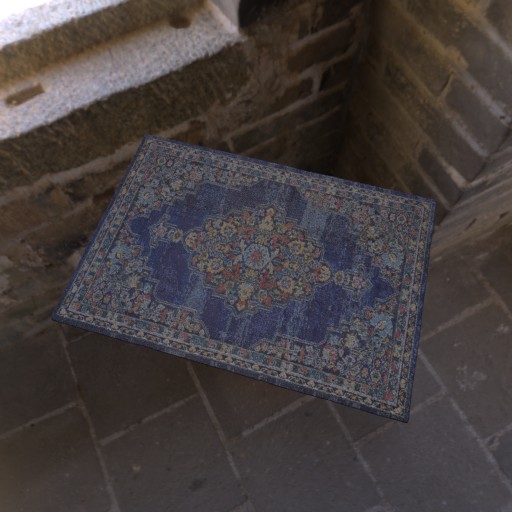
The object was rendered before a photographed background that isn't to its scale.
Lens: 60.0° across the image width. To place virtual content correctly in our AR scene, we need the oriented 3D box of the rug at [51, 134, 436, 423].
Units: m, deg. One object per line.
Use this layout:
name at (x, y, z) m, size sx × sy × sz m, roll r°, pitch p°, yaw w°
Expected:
rug at (0.000, 0.000, 3.892) m, size 2.940 × 0.011 × 2.053 m, roll 14°, pitch 65°, yaw 7°
